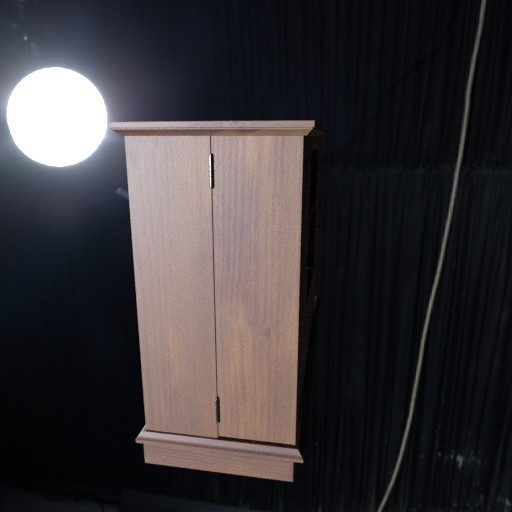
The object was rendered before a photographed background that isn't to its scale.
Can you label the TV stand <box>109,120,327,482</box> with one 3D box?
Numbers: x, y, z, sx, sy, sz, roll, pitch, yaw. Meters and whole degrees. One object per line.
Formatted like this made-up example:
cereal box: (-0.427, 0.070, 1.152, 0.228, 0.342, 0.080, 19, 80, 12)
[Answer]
TV stand: (0.000, 0.000, 1.457, 0.406, 0.813, 1.067, 3, 15, 10)
